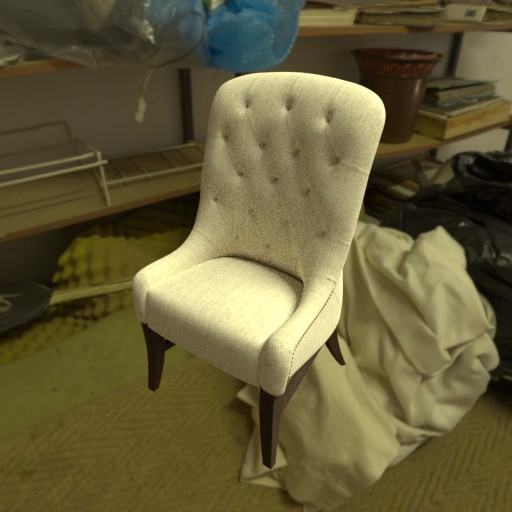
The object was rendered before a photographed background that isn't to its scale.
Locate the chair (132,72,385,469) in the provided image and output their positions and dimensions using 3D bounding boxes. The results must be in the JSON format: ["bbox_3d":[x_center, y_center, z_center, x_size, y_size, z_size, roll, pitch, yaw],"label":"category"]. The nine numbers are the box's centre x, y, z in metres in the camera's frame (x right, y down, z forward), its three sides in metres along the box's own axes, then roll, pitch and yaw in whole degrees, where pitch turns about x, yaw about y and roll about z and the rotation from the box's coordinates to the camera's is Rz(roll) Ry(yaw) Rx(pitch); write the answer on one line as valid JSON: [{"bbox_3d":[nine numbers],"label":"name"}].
[{"bbox_3d":[0.000,0.000,1.500,0.634,1.091,0.629,20,36,31],"label":"chair"}]
